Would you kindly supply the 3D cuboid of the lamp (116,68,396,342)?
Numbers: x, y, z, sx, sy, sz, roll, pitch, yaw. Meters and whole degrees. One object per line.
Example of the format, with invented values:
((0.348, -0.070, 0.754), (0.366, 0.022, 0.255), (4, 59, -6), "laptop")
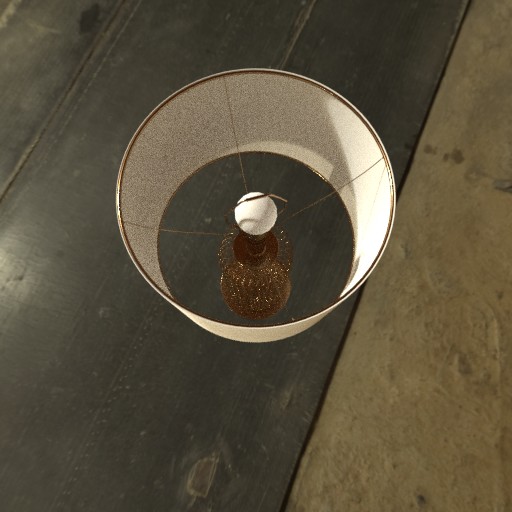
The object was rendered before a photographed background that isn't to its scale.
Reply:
((0.000, 0.000, 0.633), (0.252, 0.483, 0.252), (-14, 76, -4), "lamp")
